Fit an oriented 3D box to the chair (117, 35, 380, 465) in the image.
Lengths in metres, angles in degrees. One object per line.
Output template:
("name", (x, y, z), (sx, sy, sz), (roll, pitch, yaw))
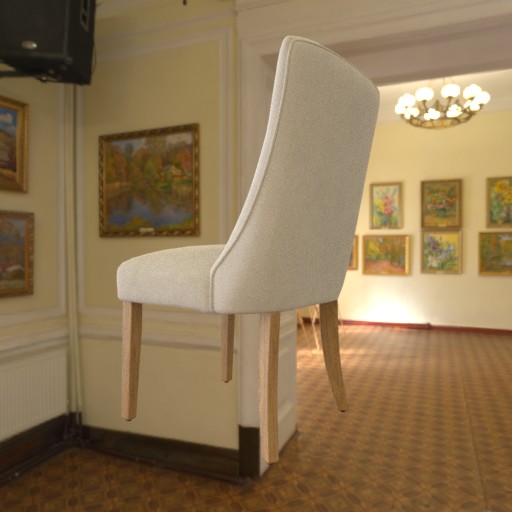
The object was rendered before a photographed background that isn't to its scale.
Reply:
("chair", (0.000, 0.000, 1.219), (0.610, 0.902, 0.495), (1, 1, 35))
